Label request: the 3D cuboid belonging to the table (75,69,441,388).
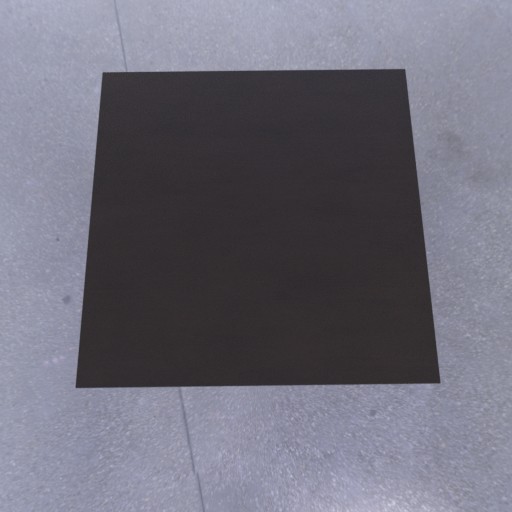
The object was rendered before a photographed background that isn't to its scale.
[{"bbox_3d":[0.000,0.000,1.374,0.749,0.770,0.749,-1,75,0],"label":"table"}]
